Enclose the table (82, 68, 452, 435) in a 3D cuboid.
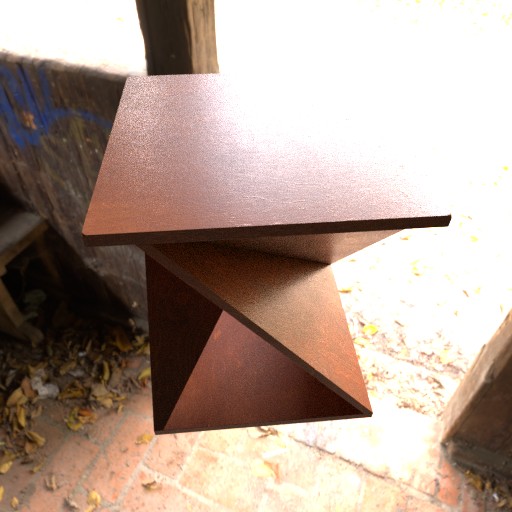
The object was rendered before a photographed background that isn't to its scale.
[{"bbox_3d":[0.000,0.000,0.839,0.427,0.520,0.427,-3,45,-3],"label":"table"}]
